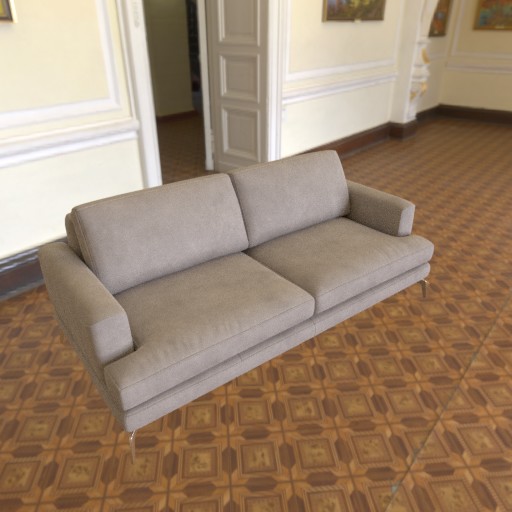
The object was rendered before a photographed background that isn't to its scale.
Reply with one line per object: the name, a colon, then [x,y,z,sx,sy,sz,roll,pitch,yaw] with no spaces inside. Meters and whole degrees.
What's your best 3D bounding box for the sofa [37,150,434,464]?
sofa: [0.000,0.000,2.443,2.013,0.830,0.980,-20,34,-32]
